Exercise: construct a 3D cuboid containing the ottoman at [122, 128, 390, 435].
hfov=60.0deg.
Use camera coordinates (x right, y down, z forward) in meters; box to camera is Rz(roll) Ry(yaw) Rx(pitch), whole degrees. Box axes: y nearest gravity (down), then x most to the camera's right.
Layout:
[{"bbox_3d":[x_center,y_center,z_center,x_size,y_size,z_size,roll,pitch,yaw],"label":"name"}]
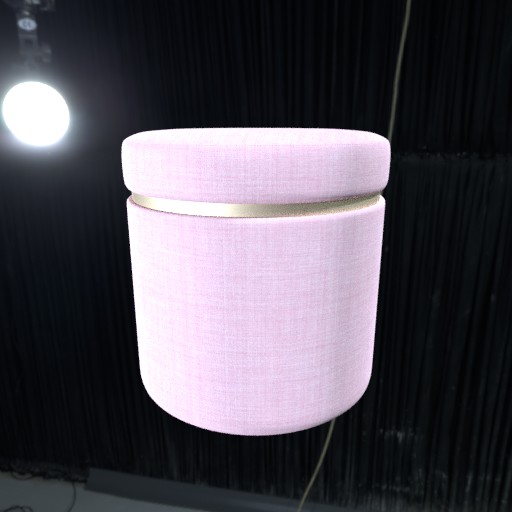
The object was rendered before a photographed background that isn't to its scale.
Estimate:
[{"bbox_3d":[0.000,0.000,0.733,0.400,0.406,0.400,0,16,0],"label":"ottoman"}]
